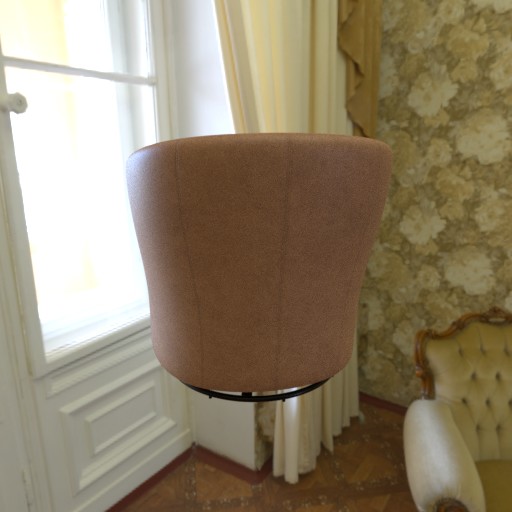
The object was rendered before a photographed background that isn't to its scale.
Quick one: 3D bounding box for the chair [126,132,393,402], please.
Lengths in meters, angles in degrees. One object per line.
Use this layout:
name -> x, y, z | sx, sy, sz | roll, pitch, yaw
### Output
chair -> 0.000, 0.000, 1.454 | 0.791, 0.771, 0.815 | -3, 15, -10
